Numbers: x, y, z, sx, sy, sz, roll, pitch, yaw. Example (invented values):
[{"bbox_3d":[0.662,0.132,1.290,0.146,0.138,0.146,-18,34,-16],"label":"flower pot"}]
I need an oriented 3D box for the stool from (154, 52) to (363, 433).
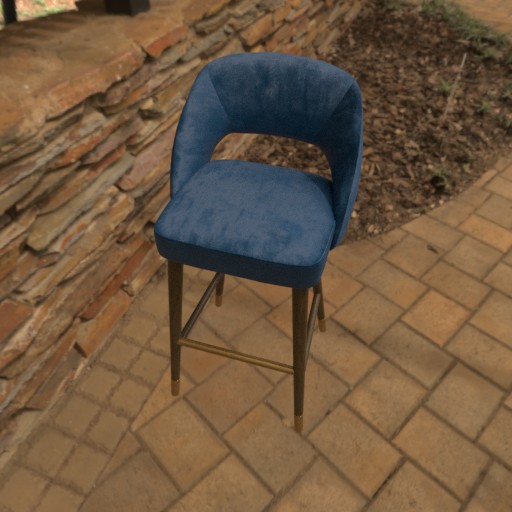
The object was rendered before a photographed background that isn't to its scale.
[{"bbox_3d":[0.000,0.000,1.333,0.514,1.016,0.515,12,45,12],"label":"stool"}]
